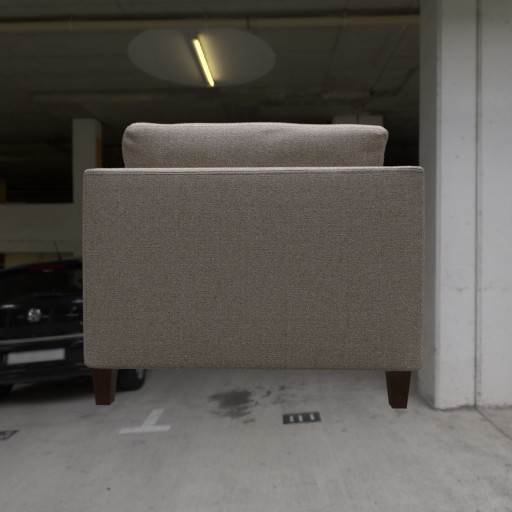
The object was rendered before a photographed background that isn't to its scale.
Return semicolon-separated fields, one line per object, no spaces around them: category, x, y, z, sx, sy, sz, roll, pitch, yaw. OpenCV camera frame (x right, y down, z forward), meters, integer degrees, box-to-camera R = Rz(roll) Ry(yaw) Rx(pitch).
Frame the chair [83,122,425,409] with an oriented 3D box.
chair;0.000;0.000;1.856;1.107;0.961;0.959;0;1;2
